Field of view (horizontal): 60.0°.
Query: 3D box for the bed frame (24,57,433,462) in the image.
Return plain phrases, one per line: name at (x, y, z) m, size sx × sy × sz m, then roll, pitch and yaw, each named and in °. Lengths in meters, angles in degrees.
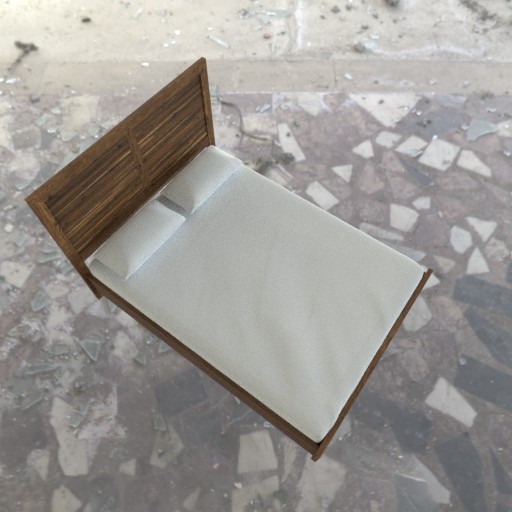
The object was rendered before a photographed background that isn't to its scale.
bed frame at (0.000, 0.000, 3.323) m, size 2.276 × 1.417 × 1.696 m, roll 32°, pitch 65°, yaw 17°
